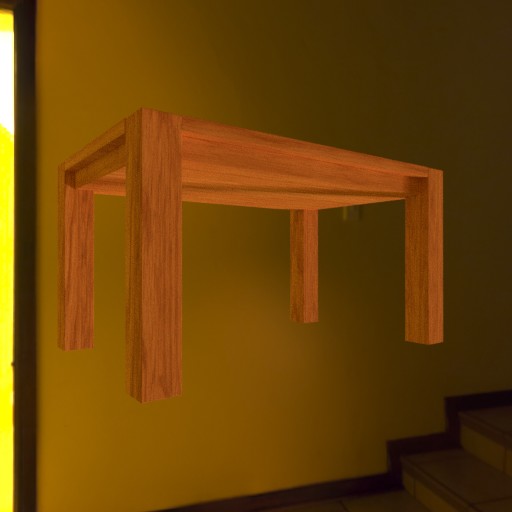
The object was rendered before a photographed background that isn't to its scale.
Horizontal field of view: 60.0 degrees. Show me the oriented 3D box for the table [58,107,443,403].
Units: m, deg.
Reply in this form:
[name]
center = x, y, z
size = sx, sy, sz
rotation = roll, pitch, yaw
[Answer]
[table]
center = 0.000, 0.000, 1.910
size = 1.400, 0.760, 0.900
rotation = 0, 0, -37
